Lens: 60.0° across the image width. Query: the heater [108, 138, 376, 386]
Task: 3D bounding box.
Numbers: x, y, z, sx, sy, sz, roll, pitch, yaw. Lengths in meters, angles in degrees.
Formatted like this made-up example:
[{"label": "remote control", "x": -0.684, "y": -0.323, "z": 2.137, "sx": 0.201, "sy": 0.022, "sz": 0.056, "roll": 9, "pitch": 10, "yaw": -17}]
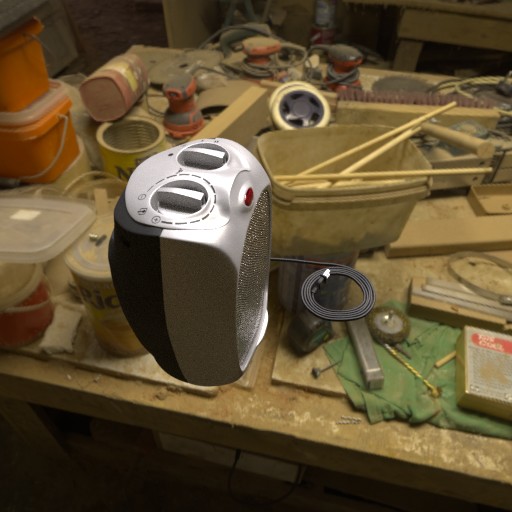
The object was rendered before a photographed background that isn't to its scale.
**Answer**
[{"label": "heater", "x": 0.000, "y": 0.000, "z": 0.478, "sx": 0.291, "sy": 0.240, "sz": 0.239, "roll": 10, "pitch": 47, "yaw": 9}]
